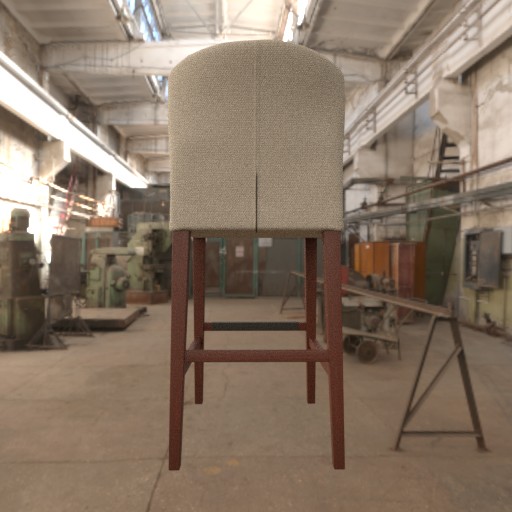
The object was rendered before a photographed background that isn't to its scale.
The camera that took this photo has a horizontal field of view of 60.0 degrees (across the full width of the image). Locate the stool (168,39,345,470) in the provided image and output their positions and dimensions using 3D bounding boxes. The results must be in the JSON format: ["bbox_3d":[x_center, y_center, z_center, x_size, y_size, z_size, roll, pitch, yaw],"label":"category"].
[{"bbox_3d":[0.000,0.000,1.361,0.481,1.069,0.568,0,0,-1],"label":"stool"}]
